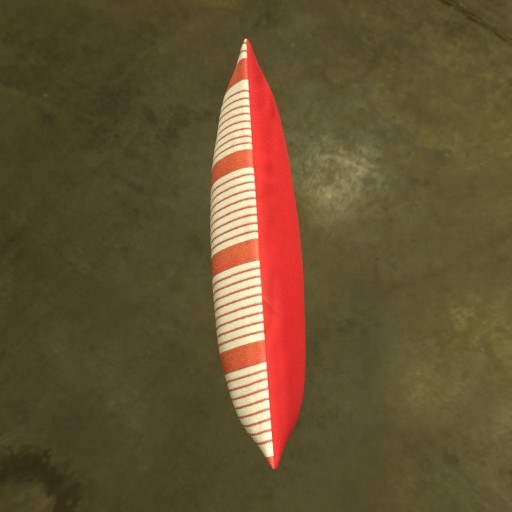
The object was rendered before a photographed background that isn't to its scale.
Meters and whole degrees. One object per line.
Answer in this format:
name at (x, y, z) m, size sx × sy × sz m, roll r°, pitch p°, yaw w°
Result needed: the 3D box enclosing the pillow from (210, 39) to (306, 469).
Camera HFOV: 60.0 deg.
pillow at (0.000, 0.000, 0.743) m, size 0.151 × 0.297 × 0.608 m, roll -3°, pitch 76°, yaw -1°
